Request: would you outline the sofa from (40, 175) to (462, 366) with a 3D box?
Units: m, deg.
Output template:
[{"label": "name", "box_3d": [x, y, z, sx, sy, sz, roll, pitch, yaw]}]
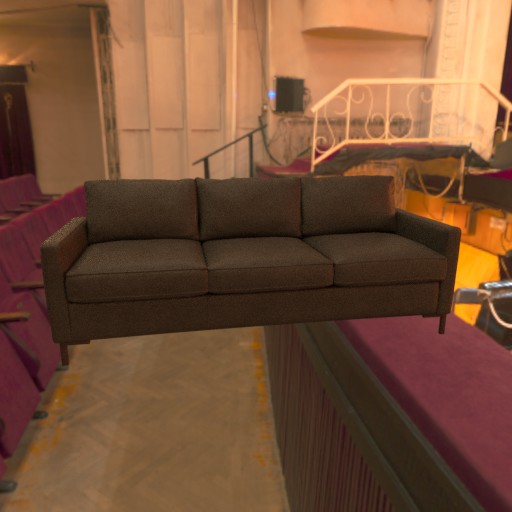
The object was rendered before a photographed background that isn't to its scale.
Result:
[{"label": "sofa", "box_3d": [0.000, 0.000, 2.404, 2.029, 0.805, 0.748, -3, 15, -10]}]
